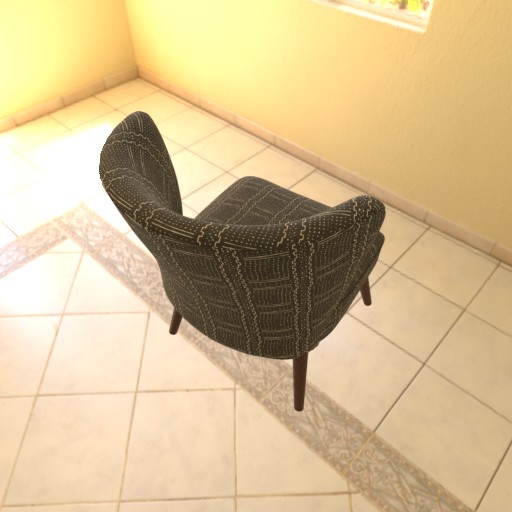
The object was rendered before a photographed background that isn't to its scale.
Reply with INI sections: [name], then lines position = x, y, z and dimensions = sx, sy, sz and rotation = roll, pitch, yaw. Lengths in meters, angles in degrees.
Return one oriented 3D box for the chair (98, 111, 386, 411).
[chair]
position = 0.000, 0.000, 1.366
dimensions = 0.710, 0.866, 0.758
rotation = 26, 52, 22
